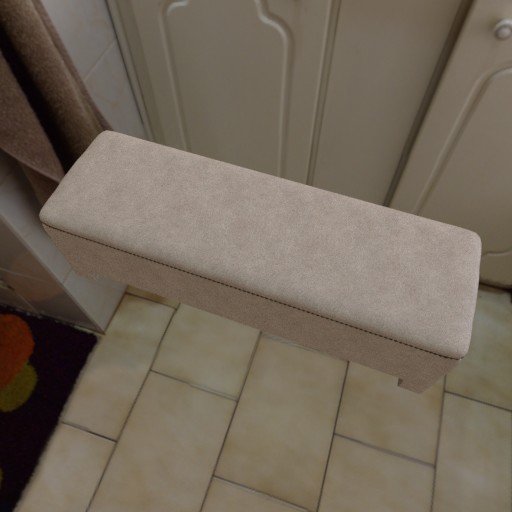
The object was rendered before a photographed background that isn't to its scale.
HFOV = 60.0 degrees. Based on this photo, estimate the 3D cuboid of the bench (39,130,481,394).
[{"bbox_3d":[0.000,0.000,1.688,1.482,0.447,0.470,17,61,10],"label":"bench"}]
